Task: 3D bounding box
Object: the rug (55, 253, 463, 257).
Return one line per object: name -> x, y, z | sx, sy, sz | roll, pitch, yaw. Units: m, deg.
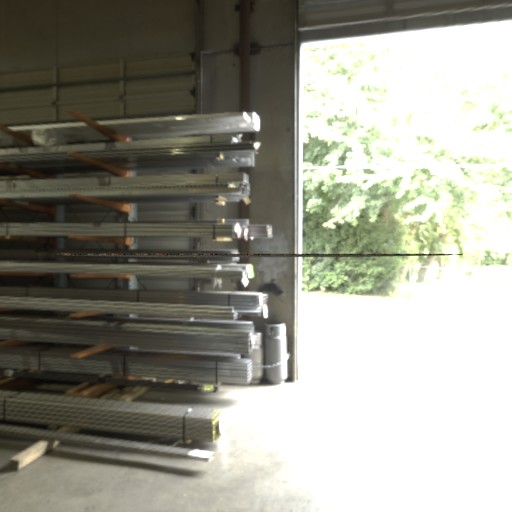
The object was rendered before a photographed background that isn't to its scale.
rug -> 0.000, 0.000, 4.156 | 2.379, 0.011, 3.221 | 0, 0, -1
